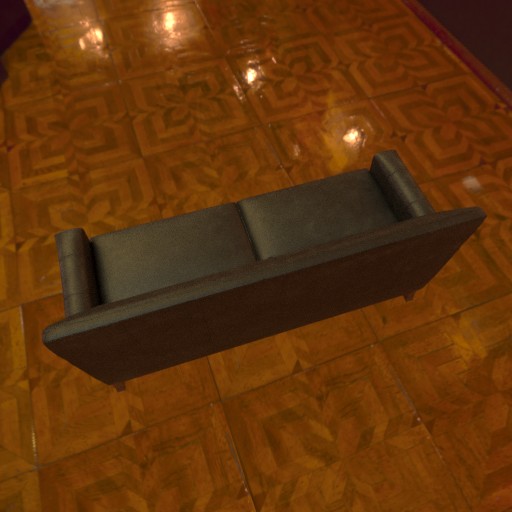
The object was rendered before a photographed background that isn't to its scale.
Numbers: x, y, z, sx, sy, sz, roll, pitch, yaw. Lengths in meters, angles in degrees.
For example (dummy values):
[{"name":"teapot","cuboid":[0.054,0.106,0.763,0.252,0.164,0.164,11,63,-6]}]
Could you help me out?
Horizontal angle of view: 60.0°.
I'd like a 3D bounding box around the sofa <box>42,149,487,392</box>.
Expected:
[{"name":"sofa","cuboid":[0.000,0.000,2.498,2.053,0.947,0.805,-15,59,-9]}]
